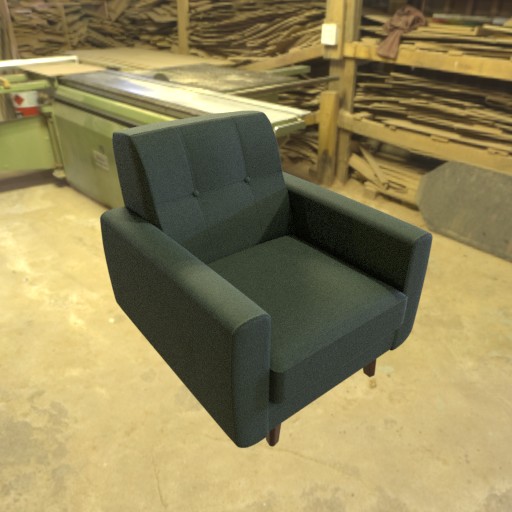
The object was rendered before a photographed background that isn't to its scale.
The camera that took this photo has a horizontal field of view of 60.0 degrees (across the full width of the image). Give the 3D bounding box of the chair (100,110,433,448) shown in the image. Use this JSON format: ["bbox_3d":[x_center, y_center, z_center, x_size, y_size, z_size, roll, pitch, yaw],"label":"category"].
[{"bbox_3d":[0.000,0.000,1.587,0.831,0.841,0.909,-21,36,-33],"label":"chair"}]
